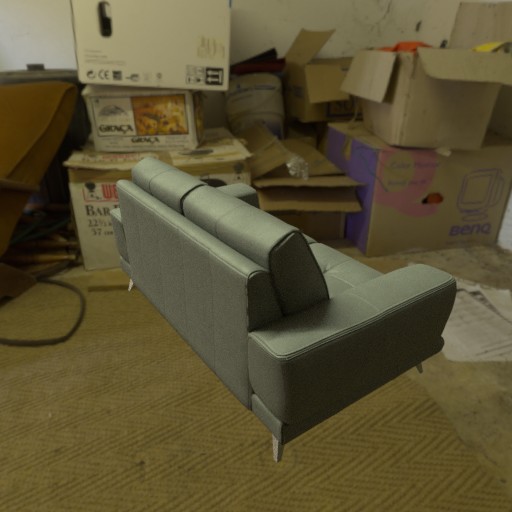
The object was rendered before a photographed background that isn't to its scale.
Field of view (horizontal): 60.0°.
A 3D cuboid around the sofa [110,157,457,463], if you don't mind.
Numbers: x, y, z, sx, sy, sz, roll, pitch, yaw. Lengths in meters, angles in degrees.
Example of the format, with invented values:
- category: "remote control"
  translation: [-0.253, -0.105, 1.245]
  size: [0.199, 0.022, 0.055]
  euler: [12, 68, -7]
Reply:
- category: "sofa"
  translation: [0.000, 0.000, 2.400]
  size: [1.018, 0.907, 1.806]
  euler: [-17, 31, -31]
